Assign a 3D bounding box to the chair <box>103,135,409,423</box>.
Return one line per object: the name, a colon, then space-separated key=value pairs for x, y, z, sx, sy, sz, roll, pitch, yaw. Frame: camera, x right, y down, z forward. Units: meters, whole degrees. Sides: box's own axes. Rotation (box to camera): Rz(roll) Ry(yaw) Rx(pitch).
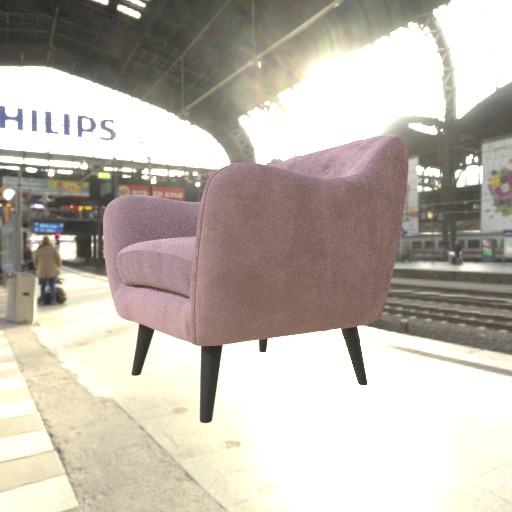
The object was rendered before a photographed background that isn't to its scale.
chair: x=0.000 y=0.000 z=1.508 sx=0.820 sy=0.820 sz=0.840 roll=-1 pitch=1 yaw=-35
